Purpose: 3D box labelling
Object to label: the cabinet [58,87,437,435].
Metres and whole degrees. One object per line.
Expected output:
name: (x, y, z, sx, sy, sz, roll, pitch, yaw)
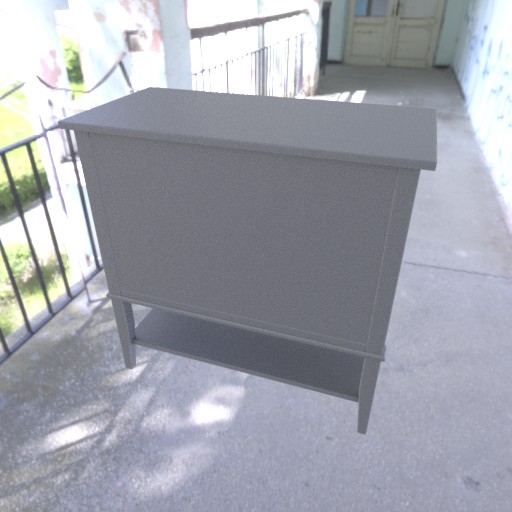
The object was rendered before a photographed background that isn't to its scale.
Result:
cabinet: (0.000, 0.000, 1.243, 0.801, 0.780, 0.396, 10, 33, 16)
